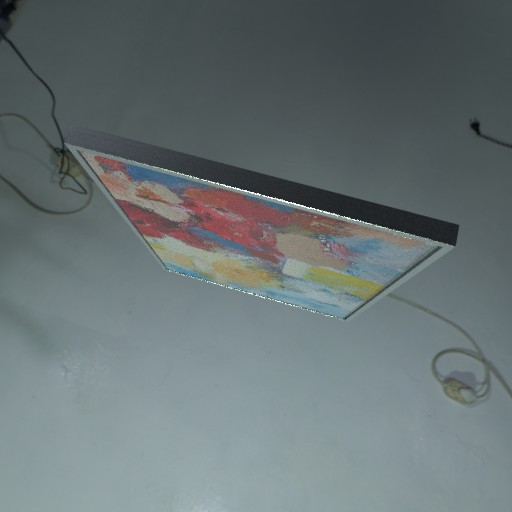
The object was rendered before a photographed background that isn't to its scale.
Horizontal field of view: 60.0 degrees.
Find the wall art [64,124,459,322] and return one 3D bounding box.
[{"bbox_3d":[0.000,0.000,0.759,0.444,0.569,0.025,15,74,4],"label":"wall art"}]
